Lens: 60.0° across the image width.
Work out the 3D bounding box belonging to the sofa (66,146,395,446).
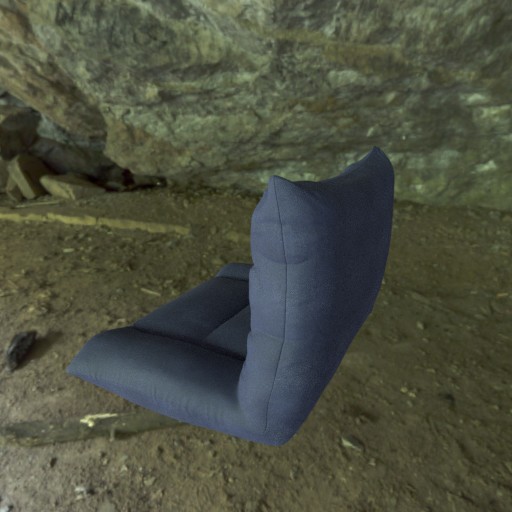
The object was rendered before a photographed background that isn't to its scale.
[{"bbox_3d":[0.000,0.000,1.660,0.849,0.778,1.122,7,17,24],"label":"sofa"}]
